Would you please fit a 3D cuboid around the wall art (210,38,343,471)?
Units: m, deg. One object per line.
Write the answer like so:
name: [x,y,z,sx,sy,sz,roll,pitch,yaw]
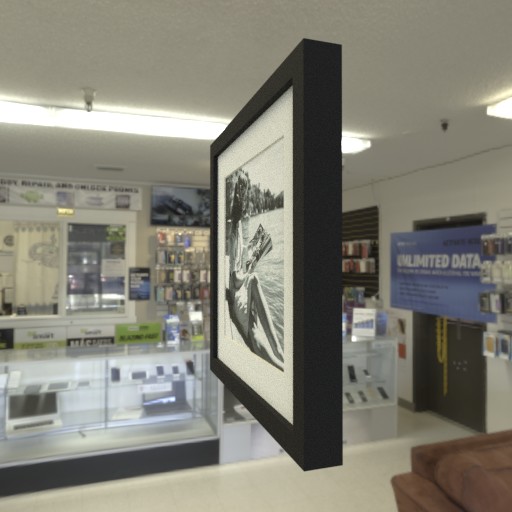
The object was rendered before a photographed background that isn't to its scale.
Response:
wall art: [0.000,0.000,0.463,0.030,0.305,0.308,0,-1,-18]
